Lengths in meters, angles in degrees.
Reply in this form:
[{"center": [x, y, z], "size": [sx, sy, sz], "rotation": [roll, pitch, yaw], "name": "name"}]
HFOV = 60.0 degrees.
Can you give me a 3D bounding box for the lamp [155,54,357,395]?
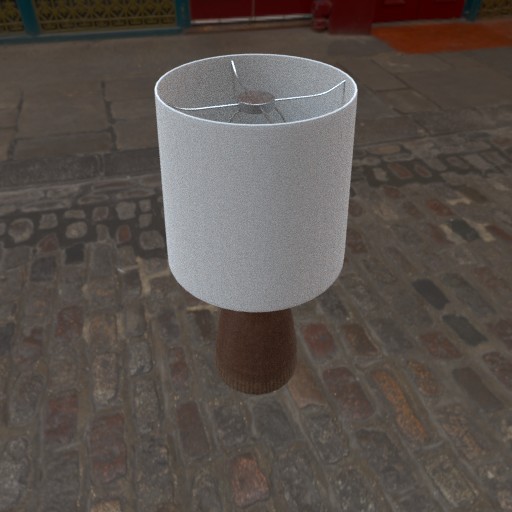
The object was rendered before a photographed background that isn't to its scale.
[{"center": [0.000, 0.000, 0.482], "size": [0.186, 0.369, 0.186], "rotation": [0, 40, 0], "name": "lamp"}]
